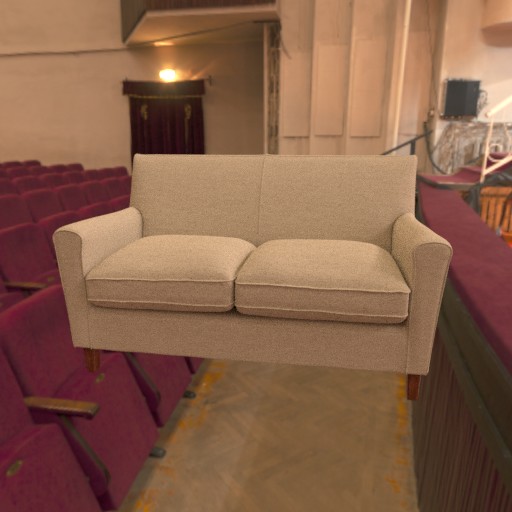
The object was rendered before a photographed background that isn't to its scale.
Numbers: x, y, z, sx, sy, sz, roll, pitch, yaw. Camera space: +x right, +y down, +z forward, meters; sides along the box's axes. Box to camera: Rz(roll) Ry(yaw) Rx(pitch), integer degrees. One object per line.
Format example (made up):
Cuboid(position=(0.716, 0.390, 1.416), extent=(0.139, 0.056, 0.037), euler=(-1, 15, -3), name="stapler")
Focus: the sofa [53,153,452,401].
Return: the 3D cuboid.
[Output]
Cuboid(position=(0.000, 0.000, 2.021), extent=(1.482, 0.892, 0.891), euler=(2, 14, 9), name="sofa")
